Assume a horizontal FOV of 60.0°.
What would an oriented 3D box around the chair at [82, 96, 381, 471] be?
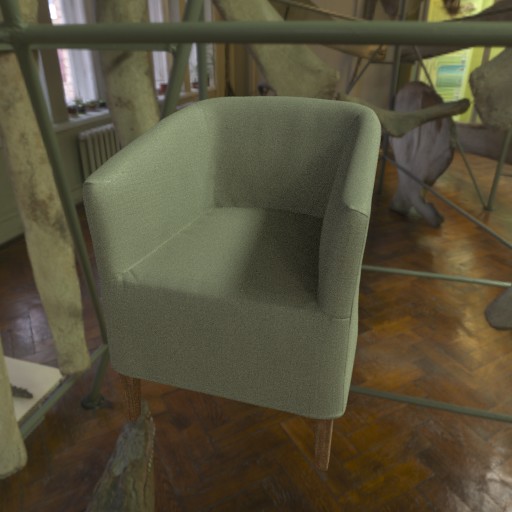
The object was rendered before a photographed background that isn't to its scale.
[{"bbox_3d":[0.000,0.000,1.234,0.600,0.771,0.668,8,28,15],"label":"chair"}]
